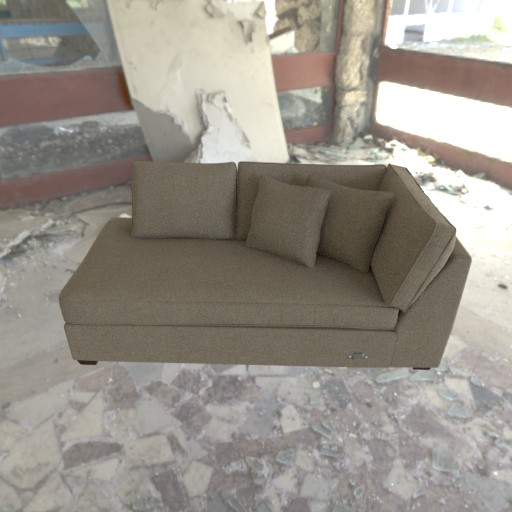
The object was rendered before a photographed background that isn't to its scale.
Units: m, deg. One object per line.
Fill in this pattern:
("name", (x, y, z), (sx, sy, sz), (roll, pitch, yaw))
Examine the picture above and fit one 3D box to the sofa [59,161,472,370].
("sofa", (0.000, 0.000, 2.859), (2.238, 1.019, 1.110), (1, 31, 2))
